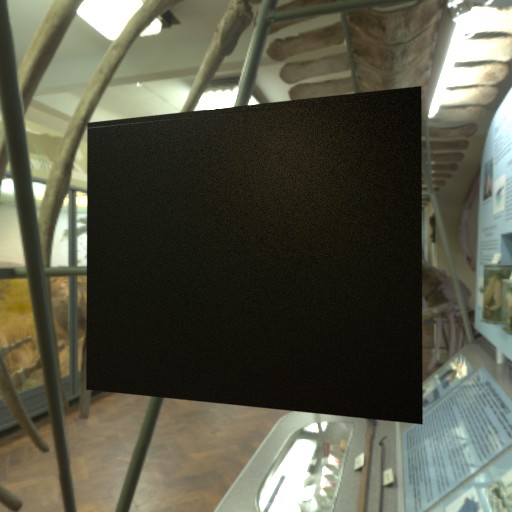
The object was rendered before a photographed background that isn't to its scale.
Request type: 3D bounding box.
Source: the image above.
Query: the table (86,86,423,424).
[{"bbox_3d":[0.000,0.000,1.354,0.930,0.790,0.380,0,-1,17],"label":"table"}]
